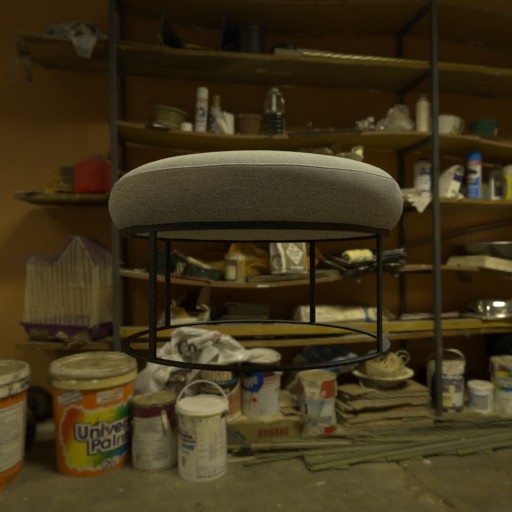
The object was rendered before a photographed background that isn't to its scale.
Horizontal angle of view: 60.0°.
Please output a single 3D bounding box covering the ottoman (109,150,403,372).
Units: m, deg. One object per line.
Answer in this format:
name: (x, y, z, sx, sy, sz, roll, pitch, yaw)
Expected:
ottoman: (0.000, 0.000, 1.216, 0.769, 0.459, 0.769, 0, -1, 0)
